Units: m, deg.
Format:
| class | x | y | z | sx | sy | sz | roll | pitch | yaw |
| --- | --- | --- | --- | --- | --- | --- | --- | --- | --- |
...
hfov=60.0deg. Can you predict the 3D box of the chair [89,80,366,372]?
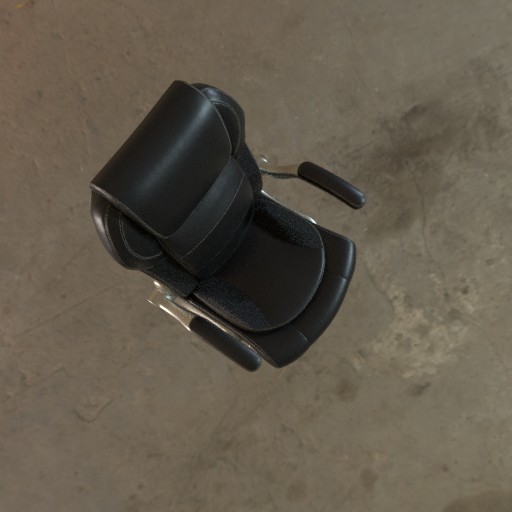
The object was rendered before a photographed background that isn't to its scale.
| class | x | y | z | sx | sy | sz | roll | pitch | yaw |
| --- | --- | --- | --- | --- | --- | --- | --- | --- | --- |
| chair | 0.000 | 0.000 | 1.653 | 0.801 | 1.141 | 0.724 | 33 | 78 | 8 |
